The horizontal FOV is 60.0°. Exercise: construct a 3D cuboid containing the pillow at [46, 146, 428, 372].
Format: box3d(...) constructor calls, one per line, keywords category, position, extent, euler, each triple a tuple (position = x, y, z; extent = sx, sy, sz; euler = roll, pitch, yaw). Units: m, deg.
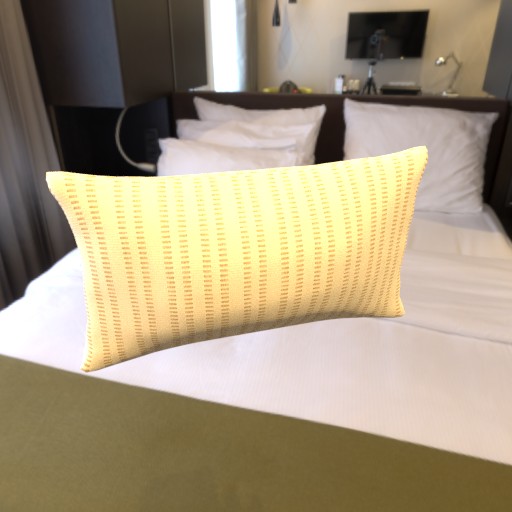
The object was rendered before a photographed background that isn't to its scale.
box3d(category="pillow", position=(0.000, 0.000, 0.788), extent=(0.640, 0.353, 0.210), euler=(-7, 27, -15))
